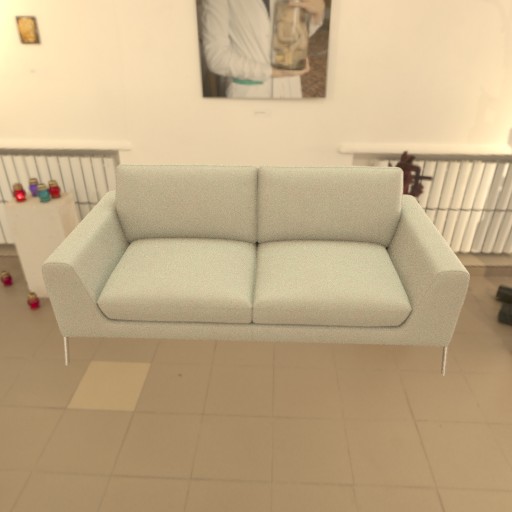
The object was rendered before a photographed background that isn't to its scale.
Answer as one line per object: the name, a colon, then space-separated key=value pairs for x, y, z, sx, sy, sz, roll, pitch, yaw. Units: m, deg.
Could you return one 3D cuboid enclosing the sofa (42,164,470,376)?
sofa: x=0.000 y=0.000 z=2.530 sx=2.017 sy=0.875 sz=0.953 roll=1 pitch=29 yaw=2
